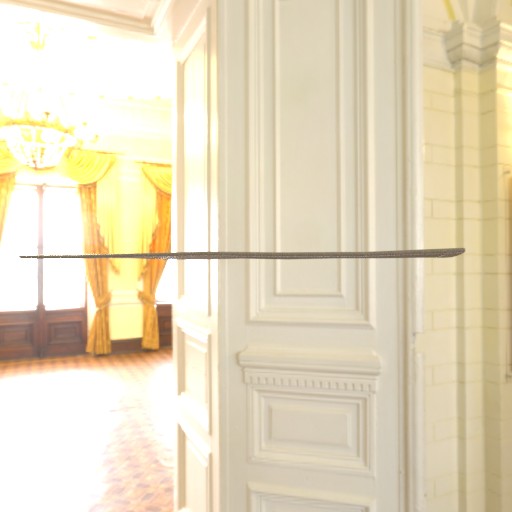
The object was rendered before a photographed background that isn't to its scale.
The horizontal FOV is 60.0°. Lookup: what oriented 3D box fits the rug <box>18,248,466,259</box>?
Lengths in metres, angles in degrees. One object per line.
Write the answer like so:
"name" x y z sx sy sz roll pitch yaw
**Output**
"rug" 0.000 0.000 2.280 1.829 0.034 1.252 0 -1 19
